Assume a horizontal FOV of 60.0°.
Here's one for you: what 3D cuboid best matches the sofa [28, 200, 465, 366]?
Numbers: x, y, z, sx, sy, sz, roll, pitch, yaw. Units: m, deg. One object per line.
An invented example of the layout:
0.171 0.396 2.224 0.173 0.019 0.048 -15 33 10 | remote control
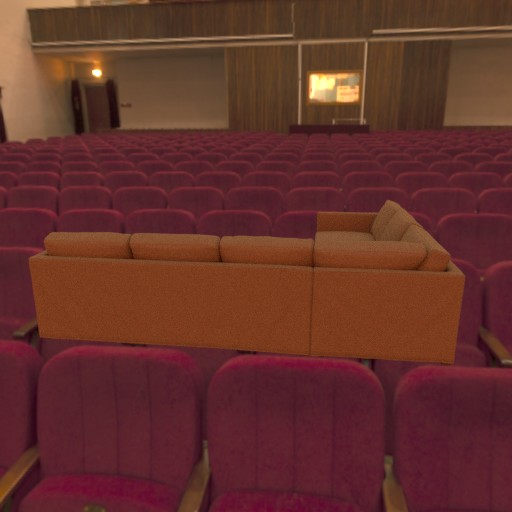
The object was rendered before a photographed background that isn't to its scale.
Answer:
0.000 0.000 4.373 3.182 0.871 2.432 2 16 8 | sofa
